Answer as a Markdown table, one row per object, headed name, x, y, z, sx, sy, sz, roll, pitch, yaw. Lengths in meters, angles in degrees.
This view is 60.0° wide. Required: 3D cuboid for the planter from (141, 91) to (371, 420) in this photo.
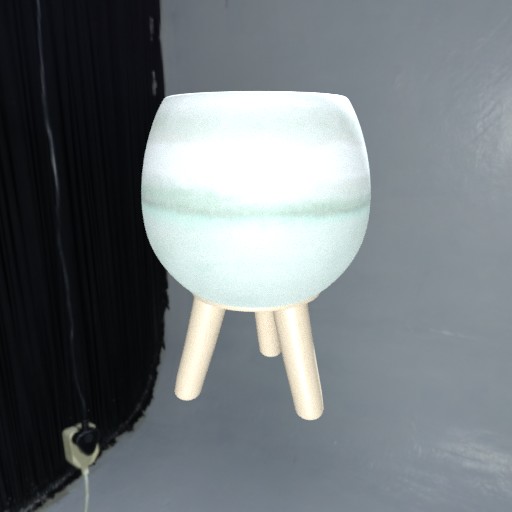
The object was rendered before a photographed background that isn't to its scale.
| name | x | y | z | sx | sy | sz | roll | pitch | yaw |
| --- | --- | --- | --- | --- | --- | --- | --- | --- | --- |
| planter | 0.000 | 0.000 | 0.334 | 0.161 | 0.224 | 0.161 | 0 | 16 | 0 |
